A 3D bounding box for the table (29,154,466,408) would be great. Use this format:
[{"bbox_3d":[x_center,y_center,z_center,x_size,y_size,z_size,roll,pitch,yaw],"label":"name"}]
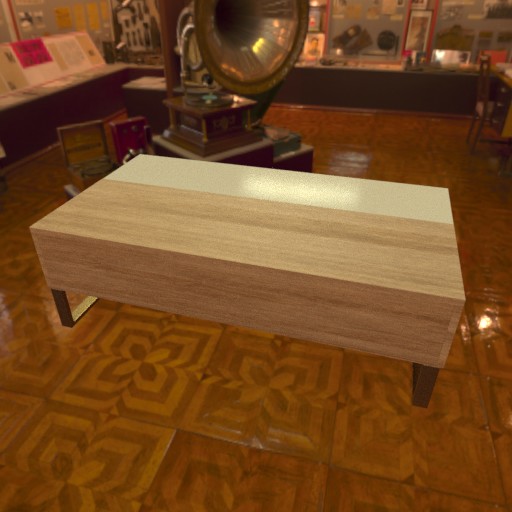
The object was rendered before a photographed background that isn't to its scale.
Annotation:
[{"bbox_3d":[0.000,0.000,1.400,1.100,0.350,0.600,9,34,14],"label":"table"}]
